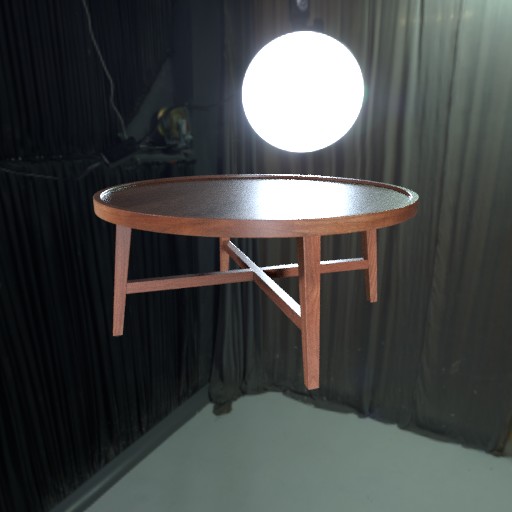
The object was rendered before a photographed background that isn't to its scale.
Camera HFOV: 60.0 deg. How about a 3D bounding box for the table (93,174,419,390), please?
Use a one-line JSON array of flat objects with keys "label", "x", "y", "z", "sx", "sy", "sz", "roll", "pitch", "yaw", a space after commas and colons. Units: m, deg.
[{"label": "table", "x": 0.000, "y": 0.000, "z": 1.204, "sx": 0.800, "sy": 0.360, "sz": 0.800, "roll": 0, "pitch": 16, "yaw": 0}]
